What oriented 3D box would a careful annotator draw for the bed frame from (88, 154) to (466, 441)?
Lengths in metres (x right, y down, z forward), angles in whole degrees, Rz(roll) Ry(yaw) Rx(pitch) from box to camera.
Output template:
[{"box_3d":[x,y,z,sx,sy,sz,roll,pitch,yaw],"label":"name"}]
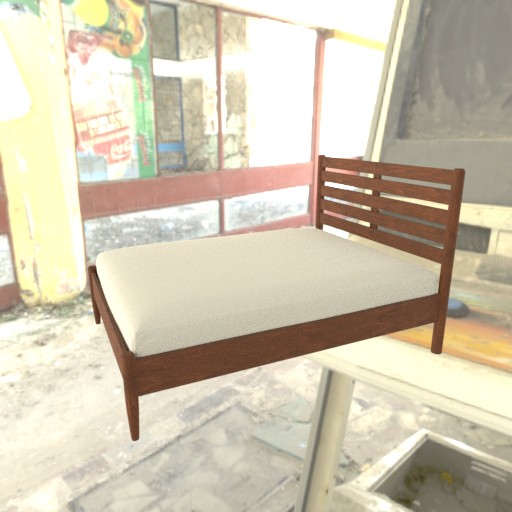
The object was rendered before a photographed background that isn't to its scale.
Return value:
[{"box_3d":[0.000,0.000,3.286,2.234,1.321,1.655,-8,18,-24],"label":"bed frame"}]
